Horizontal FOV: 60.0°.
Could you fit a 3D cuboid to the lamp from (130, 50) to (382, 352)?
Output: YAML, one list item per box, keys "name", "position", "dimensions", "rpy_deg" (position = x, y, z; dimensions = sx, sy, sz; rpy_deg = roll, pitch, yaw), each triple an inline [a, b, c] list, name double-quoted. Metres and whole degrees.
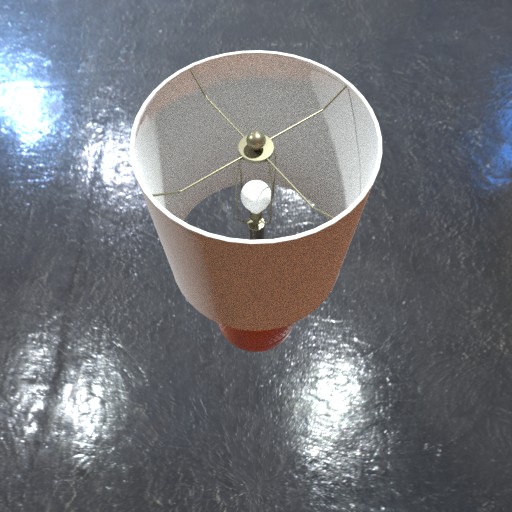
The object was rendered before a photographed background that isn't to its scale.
- name: "lamp"
  position: [0.000, 0.000, 1.122]
  dimensions: [0.418, 0.871, 0.418]
  rpy_deg: [2, 62, 1]
